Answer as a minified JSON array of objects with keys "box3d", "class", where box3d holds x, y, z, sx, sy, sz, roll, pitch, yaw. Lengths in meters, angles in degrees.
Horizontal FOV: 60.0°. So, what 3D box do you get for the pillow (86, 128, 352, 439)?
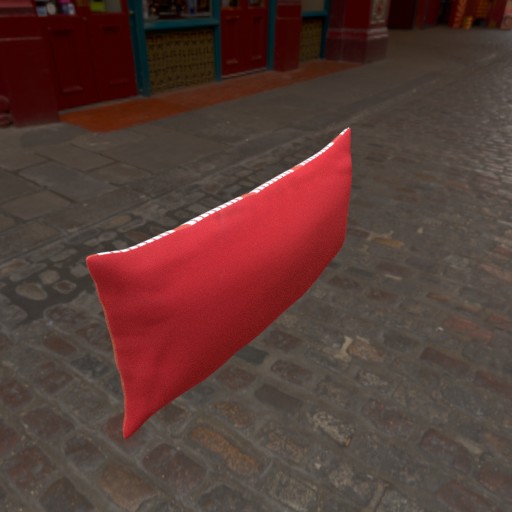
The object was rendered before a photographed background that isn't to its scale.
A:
[{"box3d":[0.000,0.000,0.742,0.151,0.297,0.608,21,37,31],"class":"pillow"}]
